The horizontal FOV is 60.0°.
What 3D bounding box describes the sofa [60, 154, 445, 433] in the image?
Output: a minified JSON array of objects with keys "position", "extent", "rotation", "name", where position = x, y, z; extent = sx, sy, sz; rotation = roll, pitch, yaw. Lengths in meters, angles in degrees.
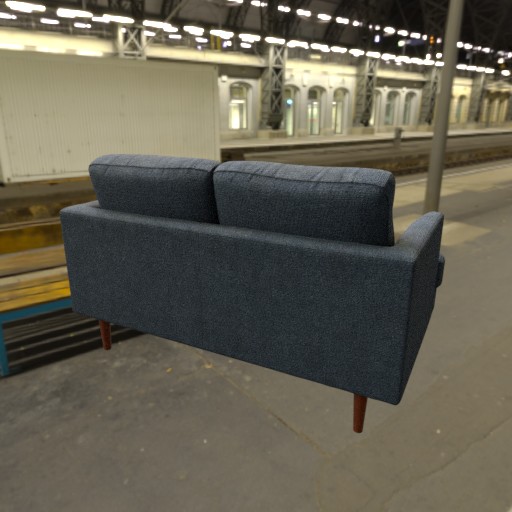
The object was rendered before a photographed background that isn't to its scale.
[{"position":[0.000,0.000,2.088],"extent":[1.582,0.944,0.903],"rotation":[9,20,27],"name":"sofa"}]
